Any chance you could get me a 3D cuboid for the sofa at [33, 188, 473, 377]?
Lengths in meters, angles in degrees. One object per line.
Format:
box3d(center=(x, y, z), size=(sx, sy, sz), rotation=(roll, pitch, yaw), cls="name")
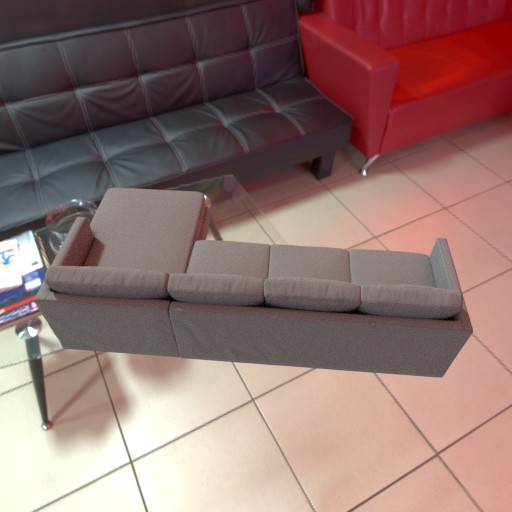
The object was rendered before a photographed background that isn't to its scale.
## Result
box3d(center=(0.000, 0.000, 3.883), size=(3.177, 0.867, 1.622), rotation=(4, 48, 3), cls="sofa")
